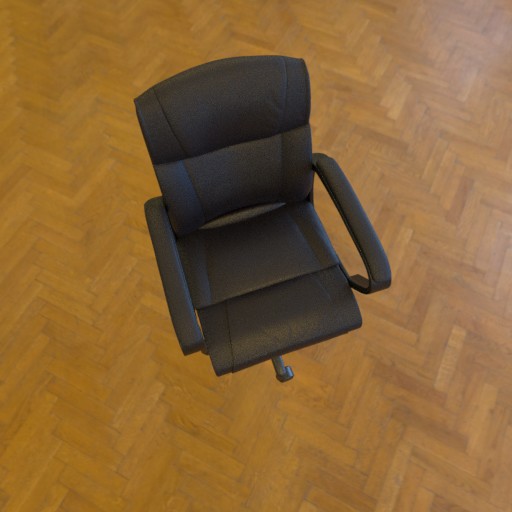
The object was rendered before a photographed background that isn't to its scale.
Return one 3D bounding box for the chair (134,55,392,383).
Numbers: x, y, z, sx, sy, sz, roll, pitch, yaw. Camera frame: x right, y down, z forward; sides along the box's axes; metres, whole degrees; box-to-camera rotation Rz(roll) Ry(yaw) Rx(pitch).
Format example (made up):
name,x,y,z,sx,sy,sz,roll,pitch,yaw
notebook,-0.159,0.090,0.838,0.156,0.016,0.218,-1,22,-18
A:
name,x,y,z,sx,sy,sz,roll,pitch,yaw
chair,0.000,0.000,1.395,0.576,0.998,0.641,-17,65,-8
